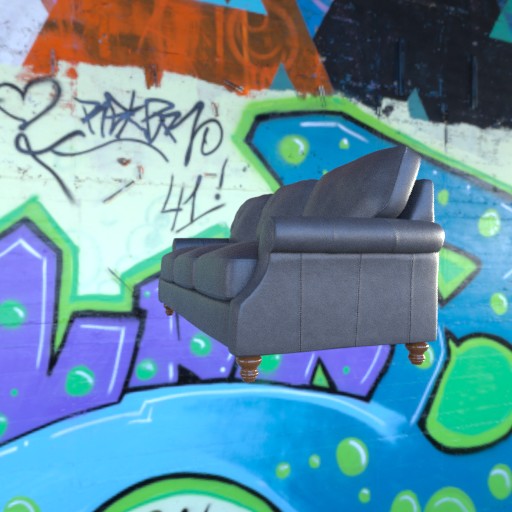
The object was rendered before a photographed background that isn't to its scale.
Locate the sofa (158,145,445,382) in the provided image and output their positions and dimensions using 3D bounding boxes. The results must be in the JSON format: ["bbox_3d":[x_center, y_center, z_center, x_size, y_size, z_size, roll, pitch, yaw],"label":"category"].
[{"bbox_3d":[0.000,0.000,2.835,0.974,0.977,2.387,0,0,-20],"label":"sofa"}]
